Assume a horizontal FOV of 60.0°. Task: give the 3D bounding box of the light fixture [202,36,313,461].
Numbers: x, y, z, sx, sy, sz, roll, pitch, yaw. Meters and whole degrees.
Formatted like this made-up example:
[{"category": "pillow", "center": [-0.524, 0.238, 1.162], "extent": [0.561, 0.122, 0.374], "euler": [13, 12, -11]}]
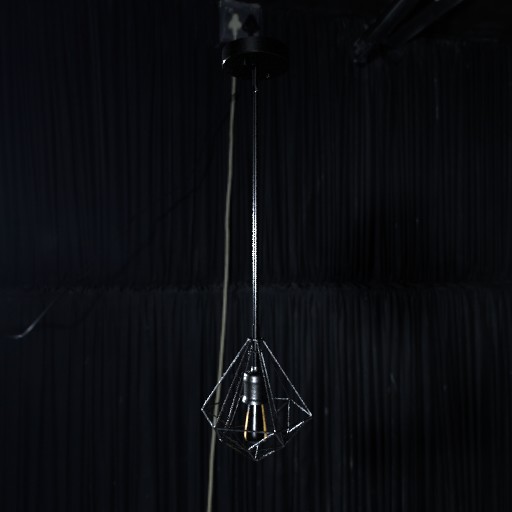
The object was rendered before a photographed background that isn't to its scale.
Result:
[{"category": "light fixture", "center": [0.000, 0.000, 1.920], "extent": [0.431, 1.764, 0.487], "euler": [0, -1, -18]}]
